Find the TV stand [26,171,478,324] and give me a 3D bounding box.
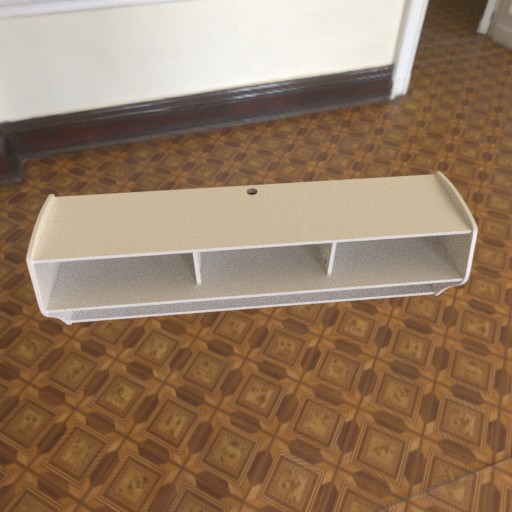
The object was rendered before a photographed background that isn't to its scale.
[{"bbox_3d":[0.000,0.000,1.665,1.473,0.424,0.397,-4,45,-4],"label":"TV stand"}]
